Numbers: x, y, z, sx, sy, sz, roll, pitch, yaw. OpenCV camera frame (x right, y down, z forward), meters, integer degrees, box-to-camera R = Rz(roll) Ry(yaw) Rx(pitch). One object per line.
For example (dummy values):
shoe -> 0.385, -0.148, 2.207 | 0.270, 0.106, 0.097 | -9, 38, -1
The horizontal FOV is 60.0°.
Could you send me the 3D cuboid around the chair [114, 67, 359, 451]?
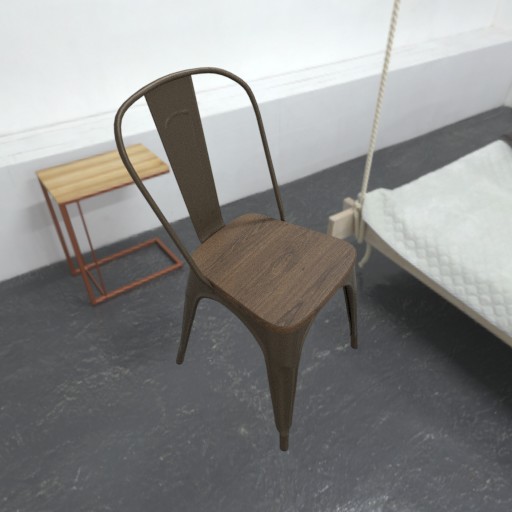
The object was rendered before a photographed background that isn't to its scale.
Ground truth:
chair -> 0.000, 0.000, 1.191 | 0.532, 0.844, 0.451 | 26, 48, 26
